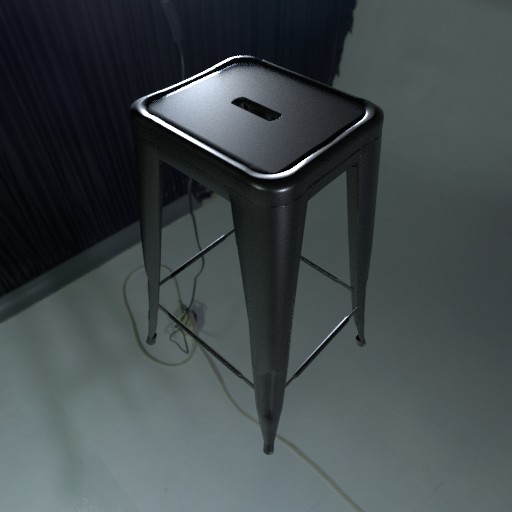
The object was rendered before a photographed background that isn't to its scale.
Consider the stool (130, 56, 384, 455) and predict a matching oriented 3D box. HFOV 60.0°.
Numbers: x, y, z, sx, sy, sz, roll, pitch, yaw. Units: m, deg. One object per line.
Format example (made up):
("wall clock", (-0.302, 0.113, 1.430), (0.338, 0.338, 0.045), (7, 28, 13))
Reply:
("stool", (0.000, 0.000, 0.839), (0.399, 0.609, 0.359), (33, 55, 27))
